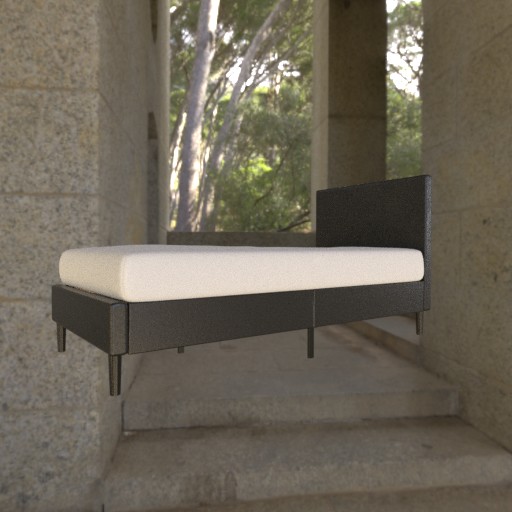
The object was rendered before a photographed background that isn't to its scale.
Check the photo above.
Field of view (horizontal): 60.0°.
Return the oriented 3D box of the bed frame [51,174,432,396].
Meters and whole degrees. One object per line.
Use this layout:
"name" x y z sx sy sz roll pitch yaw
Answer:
"bed frame" 0.000 0.000 2.546 2.152 1.046 1.038 -1 1 -36
